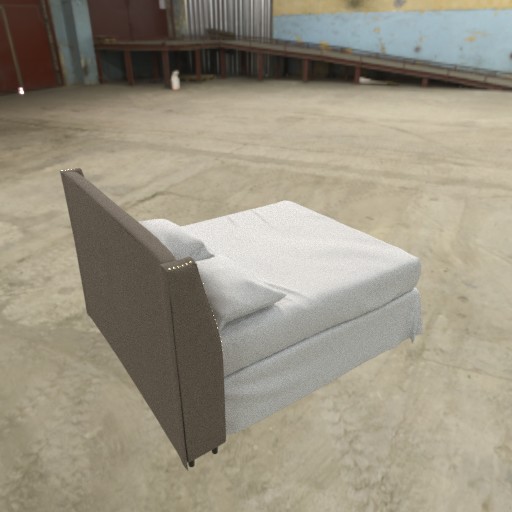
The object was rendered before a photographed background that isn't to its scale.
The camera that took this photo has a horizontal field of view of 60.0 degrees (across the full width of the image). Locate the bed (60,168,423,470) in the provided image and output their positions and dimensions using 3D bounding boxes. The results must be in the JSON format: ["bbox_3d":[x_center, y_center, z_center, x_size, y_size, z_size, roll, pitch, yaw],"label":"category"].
[{"bbox_3d":[0.000,0.000,3.462,2.276,1.332,1.925,-17,32,-31],"label":"bed"}]
